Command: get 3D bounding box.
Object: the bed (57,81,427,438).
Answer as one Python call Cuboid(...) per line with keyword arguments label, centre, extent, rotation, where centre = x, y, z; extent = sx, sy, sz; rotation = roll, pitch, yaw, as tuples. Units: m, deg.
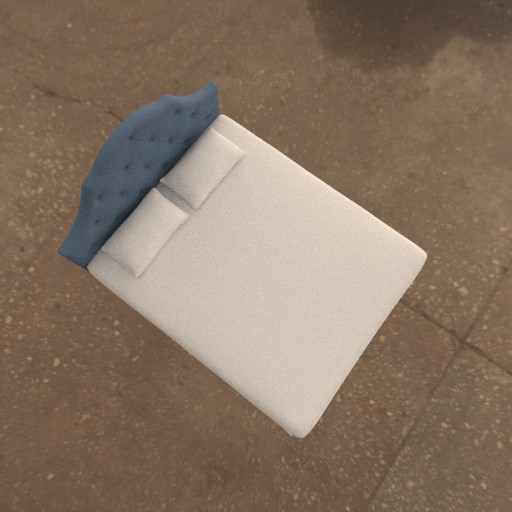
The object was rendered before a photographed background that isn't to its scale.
Cuboid(label="bed", centre=(0.000, 0.000, 3.752), extent=(2.477, 1.617, 2.039), rotation=(36, 78, 9))
